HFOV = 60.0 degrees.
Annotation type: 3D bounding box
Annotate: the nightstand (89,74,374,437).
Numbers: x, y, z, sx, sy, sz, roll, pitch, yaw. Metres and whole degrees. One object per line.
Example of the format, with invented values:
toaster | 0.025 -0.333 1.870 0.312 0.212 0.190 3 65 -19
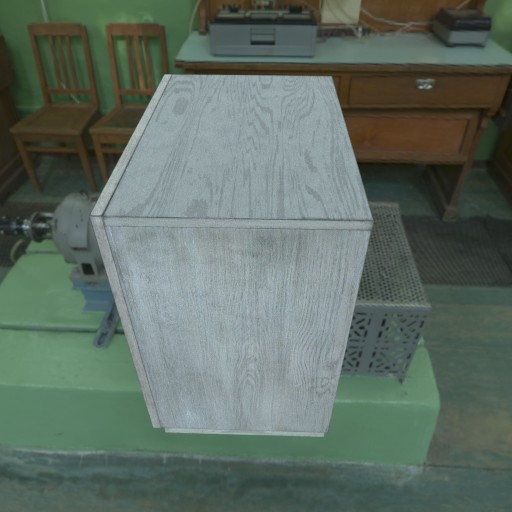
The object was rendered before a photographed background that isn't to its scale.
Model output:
nightstand | 0.000 0.000 1.103 0.483 0.673 0.612 1 41 1
